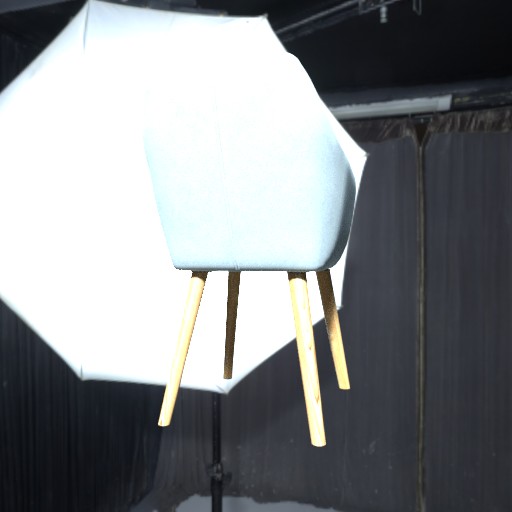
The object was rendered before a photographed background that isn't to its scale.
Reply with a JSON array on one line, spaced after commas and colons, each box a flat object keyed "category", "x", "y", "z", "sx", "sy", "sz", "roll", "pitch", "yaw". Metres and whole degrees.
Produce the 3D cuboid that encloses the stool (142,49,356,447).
[{"category": "stool", "x": 0.000, "y": 0.000, "z": 1.190, "sx": 0.503, "sy": 0.830, "sz": 0.590, "roll": 0, "pitch": 0, "yaw": 18}]
